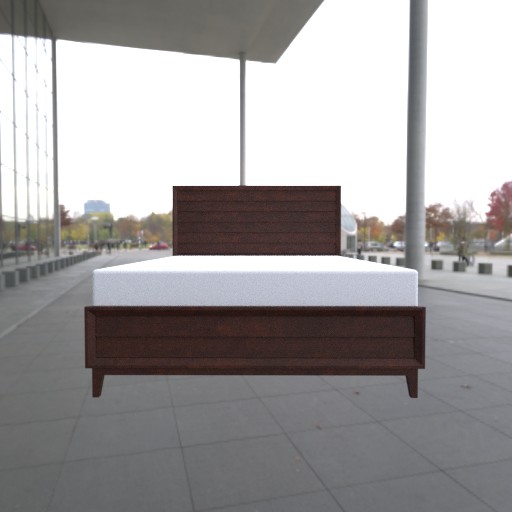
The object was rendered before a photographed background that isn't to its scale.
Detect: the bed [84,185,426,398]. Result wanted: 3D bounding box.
[{"bbox_3d":[0.000,0.000,3.161,1.600,1.270,2.184,0,2,0],"label":"bed"}]
